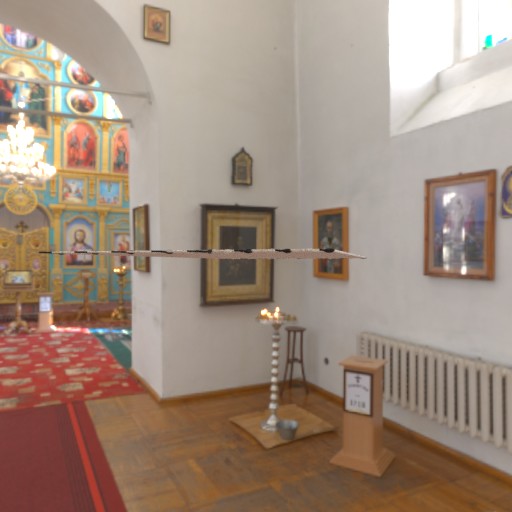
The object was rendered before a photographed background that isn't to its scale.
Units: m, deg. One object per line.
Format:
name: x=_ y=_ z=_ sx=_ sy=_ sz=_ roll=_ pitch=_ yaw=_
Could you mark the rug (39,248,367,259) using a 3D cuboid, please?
rug: x=0.000 y=0.000 z=3.362 sx=1.524 sy=0.021 sz=2.755 roll=0 pitch=-1 yaw=17
